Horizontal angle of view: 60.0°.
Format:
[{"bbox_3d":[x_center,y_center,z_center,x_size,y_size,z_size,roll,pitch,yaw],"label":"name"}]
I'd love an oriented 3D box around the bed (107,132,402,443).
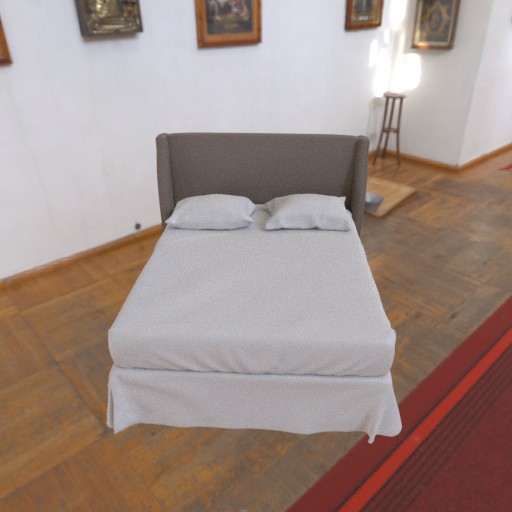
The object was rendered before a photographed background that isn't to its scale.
[{"bbox_3d":[0.000,0.000,3.360,1.925,1.332,2.276,1,29,2],"label":"bed"}]
